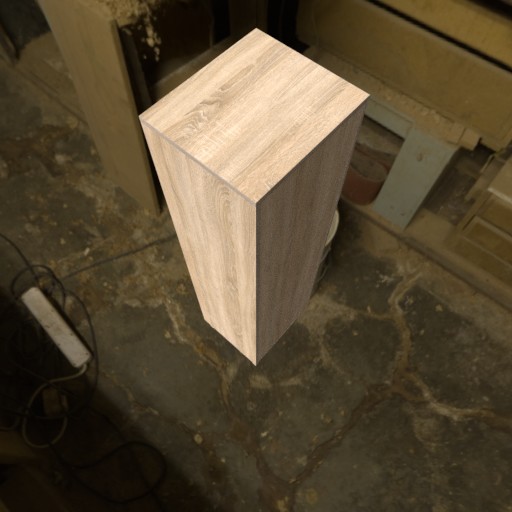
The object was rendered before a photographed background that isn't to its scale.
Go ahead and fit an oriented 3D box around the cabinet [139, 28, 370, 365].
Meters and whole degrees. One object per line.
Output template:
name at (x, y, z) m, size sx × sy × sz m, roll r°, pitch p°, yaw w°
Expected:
cabinet at (0.000, 0.000, 2.169) m, size 0.450 × 1.960 × 0.510 m, roll 38°, pitch 69°, yaw 17°
